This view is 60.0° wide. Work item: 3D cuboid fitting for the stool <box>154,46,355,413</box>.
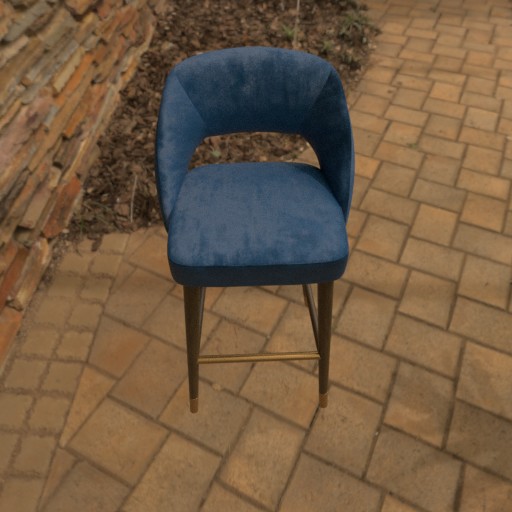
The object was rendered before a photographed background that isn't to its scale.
[{"bbox_3d":[0.000,0.000,1.313,0.514,1.016,0.515,-2,48,-2],"label":"stool"}]
